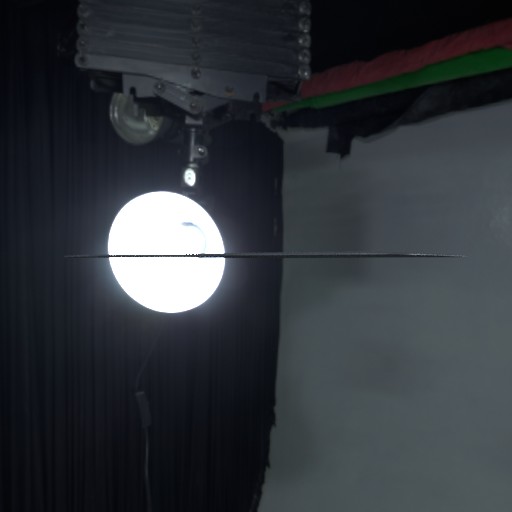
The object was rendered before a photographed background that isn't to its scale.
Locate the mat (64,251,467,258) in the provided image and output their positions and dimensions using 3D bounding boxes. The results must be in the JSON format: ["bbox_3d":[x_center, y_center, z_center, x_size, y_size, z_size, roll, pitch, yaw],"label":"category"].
[{"bbox_3d":[0.000,0.000,1.863,1.524,0.013,0.918,0,-1,34],"label":"mat"}]
